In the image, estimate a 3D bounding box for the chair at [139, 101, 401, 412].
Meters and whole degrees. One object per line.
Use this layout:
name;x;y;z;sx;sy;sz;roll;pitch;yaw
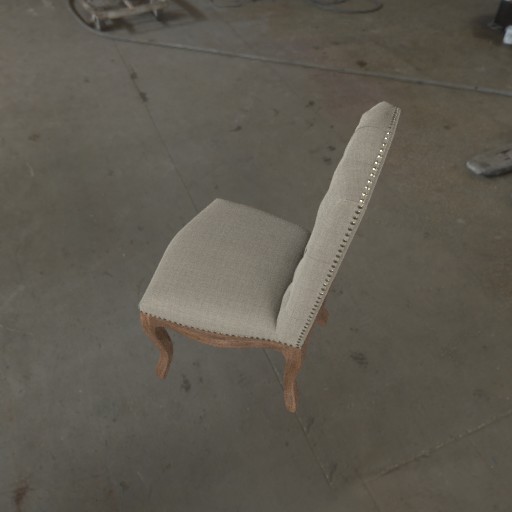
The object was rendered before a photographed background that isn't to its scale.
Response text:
chair;0.000;0.000;1.612;0.731;1.191;0.637;16;49;15
